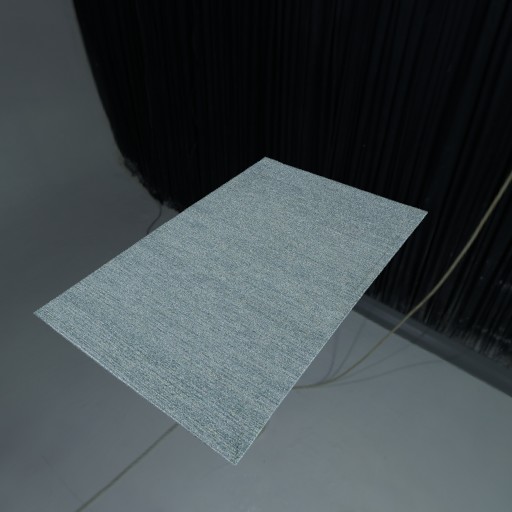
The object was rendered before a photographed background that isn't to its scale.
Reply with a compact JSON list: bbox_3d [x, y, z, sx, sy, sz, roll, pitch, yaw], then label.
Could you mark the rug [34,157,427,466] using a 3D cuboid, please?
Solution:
[{"bbox_3d":[0.000,0.000,2.325,1.174,0.022,1.853,25,47,27],"label":"rug"}]
